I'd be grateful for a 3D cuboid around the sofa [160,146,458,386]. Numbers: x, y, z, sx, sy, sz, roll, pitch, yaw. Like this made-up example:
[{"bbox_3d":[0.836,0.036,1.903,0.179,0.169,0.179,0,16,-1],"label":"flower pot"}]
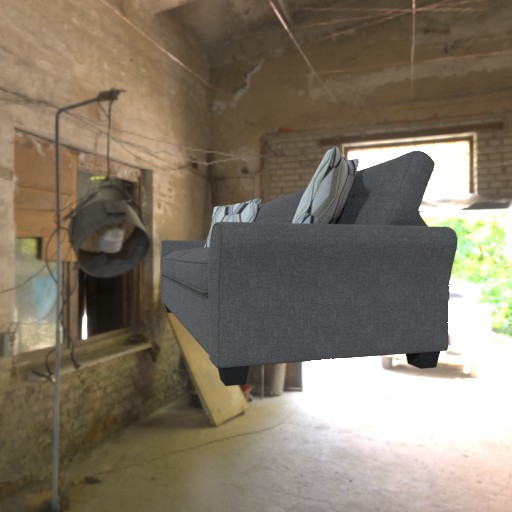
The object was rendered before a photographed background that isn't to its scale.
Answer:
[{"bbox_3d":[0.000,0.000,2.414,0.889,0.813,2.032,0,0,-17],"label":"sofa"}]
